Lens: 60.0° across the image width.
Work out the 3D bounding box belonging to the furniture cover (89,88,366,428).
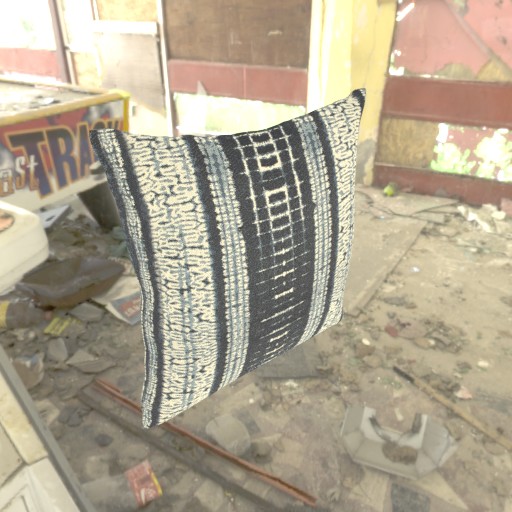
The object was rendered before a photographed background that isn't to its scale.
[{"bbox_3d":[0.000,0.000,0.660,0.425,0.435,0.133,-21,35,-33],"label":"furniture cover"}]
